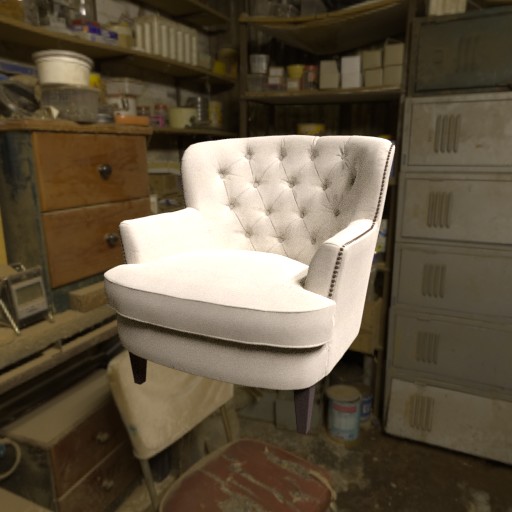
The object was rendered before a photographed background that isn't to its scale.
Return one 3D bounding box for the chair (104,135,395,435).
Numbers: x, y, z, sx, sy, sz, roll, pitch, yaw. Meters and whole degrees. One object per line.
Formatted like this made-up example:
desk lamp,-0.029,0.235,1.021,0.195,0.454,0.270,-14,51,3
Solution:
chair,0.000,0.000,1.596,0.848,0.868,0.906,7,15,26
